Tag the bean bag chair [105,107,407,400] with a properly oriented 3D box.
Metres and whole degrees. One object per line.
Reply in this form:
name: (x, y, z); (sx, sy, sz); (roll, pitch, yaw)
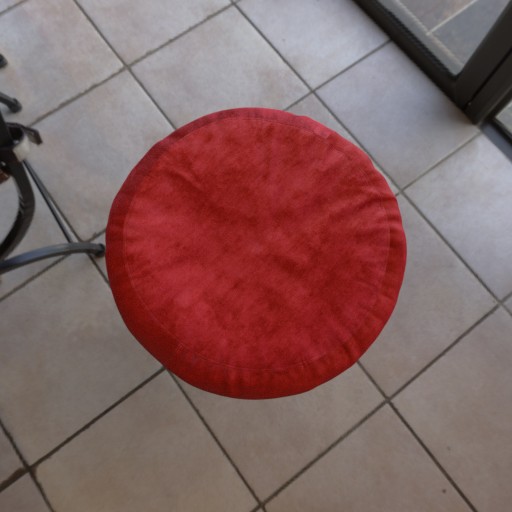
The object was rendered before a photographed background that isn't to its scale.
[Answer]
bean bag chair: (0.000, 0.000, 1.985); (1.219, 0.762, 1.219); (0, 76, 0)
